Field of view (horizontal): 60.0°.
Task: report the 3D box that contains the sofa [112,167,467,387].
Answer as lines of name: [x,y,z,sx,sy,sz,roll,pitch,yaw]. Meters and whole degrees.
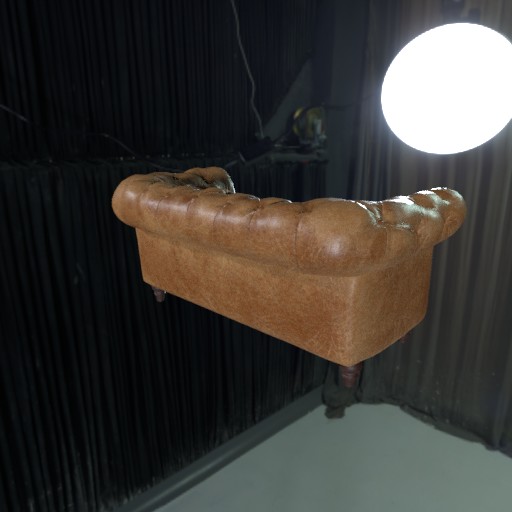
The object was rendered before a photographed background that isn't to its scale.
sofa: [0.000,0.000,2.584,1.979,0.877,1.042,15,22,42]
